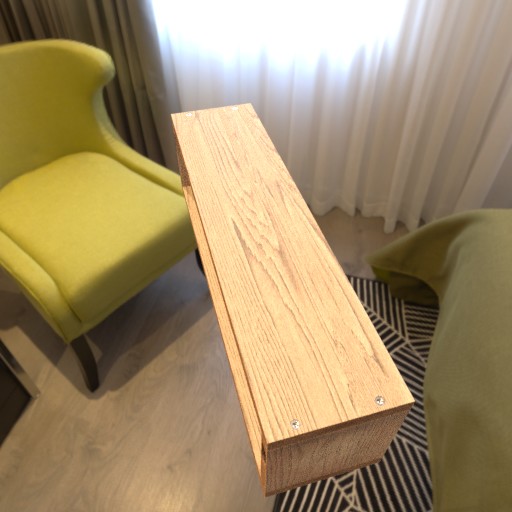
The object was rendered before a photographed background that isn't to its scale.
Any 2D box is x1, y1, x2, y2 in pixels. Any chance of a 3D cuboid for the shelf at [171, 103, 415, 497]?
[{"bbox_3d":[0.000,0.000,0.679,0.150,0.170,0.610,-12,48,-11],"label":"shelf"}]
